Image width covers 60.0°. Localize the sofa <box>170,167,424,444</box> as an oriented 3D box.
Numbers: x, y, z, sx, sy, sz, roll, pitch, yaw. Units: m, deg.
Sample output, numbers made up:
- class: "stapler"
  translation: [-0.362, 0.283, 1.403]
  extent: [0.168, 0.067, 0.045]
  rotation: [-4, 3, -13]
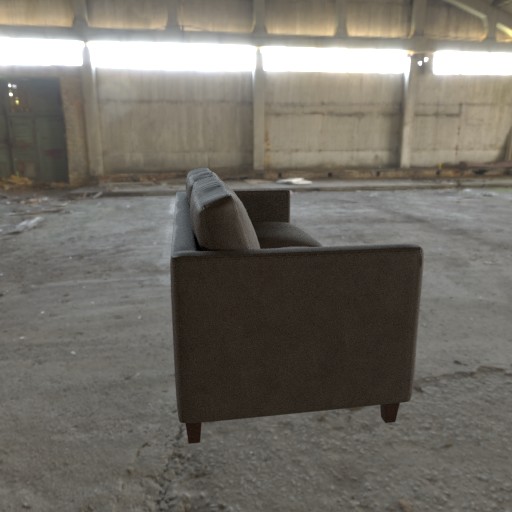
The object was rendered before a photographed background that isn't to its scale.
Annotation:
- class: "sofa"
  translation: [0.000, 0.000, 2.644]
  extent: [0.951, 0.965, 2.208]
  rotation: [-2, 14, -9]
